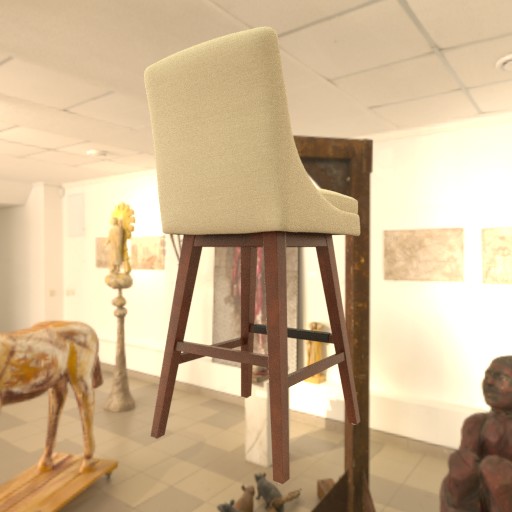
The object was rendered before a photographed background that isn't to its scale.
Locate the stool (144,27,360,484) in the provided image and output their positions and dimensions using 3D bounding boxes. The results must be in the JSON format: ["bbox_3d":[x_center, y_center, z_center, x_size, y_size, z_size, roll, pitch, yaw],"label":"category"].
[{"bbox_3d":[0.000,0.000,1.366,0.470,1.097,0.559,1,1,35],"label":"stool"}]
